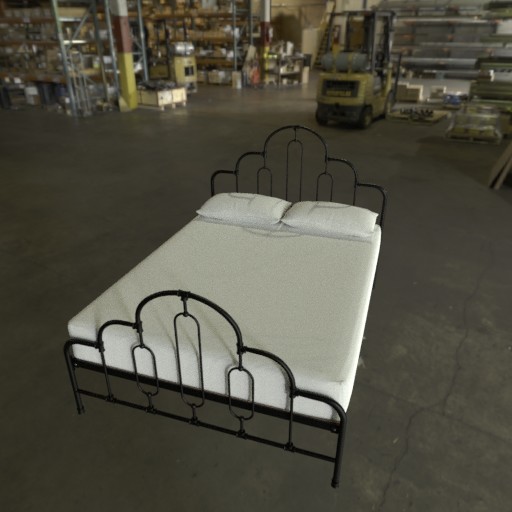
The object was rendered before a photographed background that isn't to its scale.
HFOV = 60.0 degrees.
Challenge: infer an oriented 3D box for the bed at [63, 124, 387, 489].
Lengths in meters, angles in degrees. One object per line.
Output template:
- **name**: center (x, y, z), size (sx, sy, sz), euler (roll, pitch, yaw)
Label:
- **bed**: center (0.000, 0.000, 3.132), size (1.626, 1.444, 2.181), euler (8, 28, 16)
